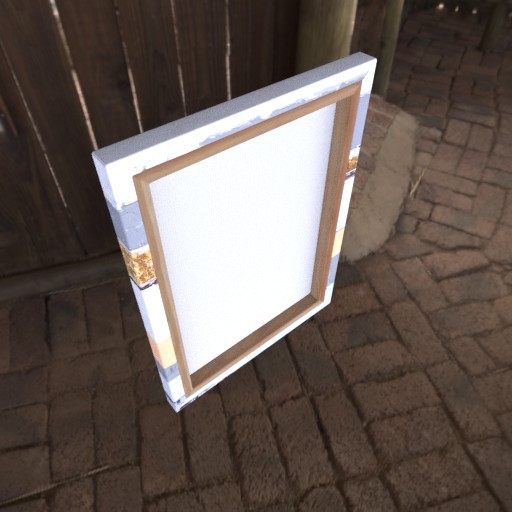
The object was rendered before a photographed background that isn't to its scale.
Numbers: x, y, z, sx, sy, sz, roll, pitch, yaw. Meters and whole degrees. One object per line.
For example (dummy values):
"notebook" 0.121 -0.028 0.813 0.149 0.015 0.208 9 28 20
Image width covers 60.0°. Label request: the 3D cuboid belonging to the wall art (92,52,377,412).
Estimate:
"wall art" 0.000 0.000 0.812 0.456 0.609 0.038 -30 53 -26
